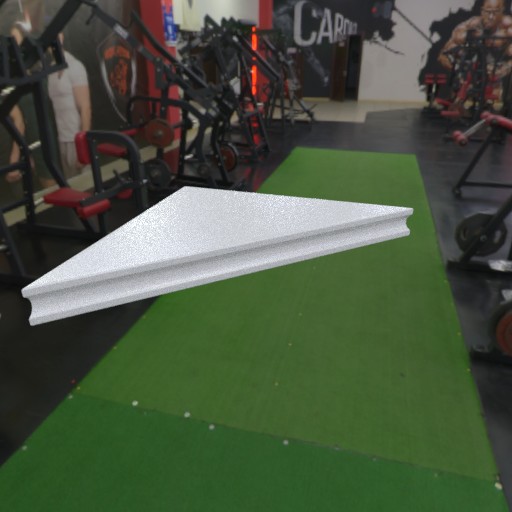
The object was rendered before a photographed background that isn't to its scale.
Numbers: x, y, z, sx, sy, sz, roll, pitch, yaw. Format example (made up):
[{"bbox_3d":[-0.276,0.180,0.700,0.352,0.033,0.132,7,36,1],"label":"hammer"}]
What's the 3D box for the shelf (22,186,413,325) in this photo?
[{"bbox_3d":[0.000,0.000,0.442,0.296,0.035,0.296,8,26,16],"label":"shelf"}]
